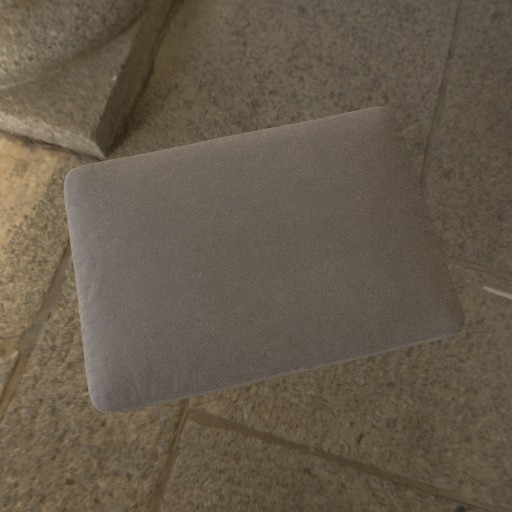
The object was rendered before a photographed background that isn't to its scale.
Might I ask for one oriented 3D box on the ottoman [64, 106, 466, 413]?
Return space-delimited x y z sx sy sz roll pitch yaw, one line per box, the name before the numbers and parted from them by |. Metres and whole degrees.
ottoman | 0.000 0.000 1.561 1.199 0.429 0.840 -12 76 -3
